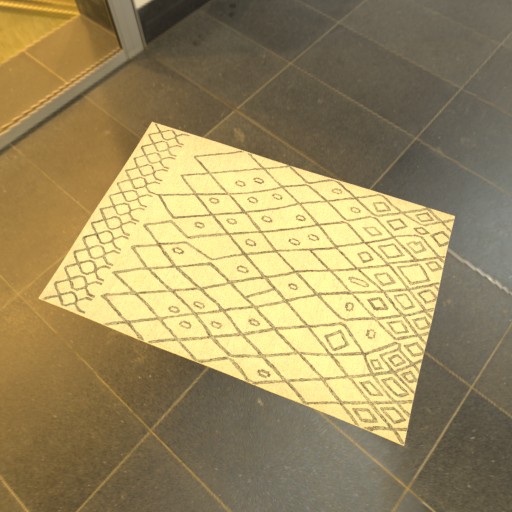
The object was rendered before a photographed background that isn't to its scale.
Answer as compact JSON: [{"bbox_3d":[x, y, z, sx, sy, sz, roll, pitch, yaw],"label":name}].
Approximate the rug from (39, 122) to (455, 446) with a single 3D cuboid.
[{"bbox_3d":[0.000,0.000,2.283,1.828,0.015,1.222,19,65,9],"label":"rug"}]
